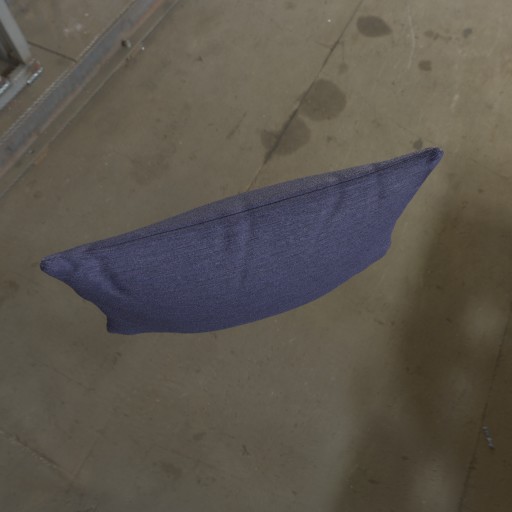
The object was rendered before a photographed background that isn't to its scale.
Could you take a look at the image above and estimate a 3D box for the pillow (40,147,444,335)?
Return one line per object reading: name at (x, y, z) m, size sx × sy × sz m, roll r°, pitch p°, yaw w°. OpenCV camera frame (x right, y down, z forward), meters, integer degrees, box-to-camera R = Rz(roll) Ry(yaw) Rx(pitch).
pillow at (0.000, 0.000, 0.801) m, size 0.633 × 0.338 × 0.210 m, roll -17°, pitch 65°, yaw -8°
